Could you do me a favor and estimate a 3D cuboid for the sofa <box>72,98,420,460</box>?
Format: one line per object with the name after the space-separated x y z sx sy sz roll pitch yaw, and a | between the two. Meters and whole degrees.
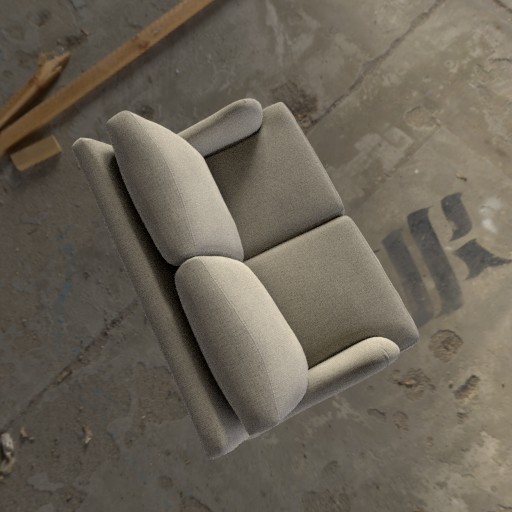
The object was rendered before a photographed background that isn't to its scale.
0.000 0.000 2.201 1.087 0.999 1.480 -26 77 -6 | sofa
